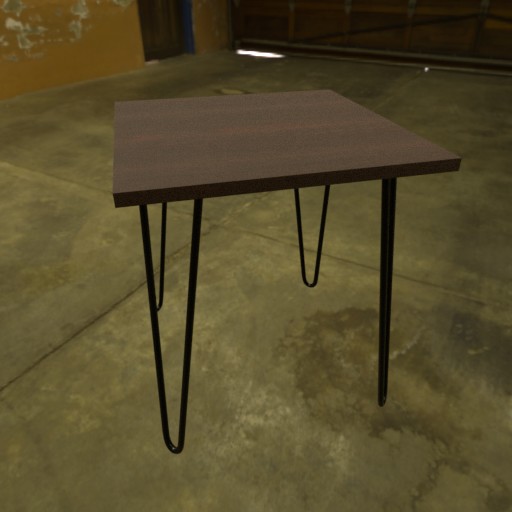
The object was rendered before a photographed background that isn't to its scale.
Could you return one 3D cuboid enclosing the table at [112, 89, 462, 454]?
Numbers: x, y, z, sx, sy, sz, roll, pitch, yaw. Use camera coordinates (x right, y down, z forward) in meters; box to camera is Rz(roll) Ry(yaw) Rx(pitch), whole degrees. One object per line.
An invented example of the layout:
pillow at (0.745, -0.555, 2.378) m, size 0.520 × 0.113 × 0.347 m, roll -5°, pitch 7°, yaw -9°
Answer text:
table at (0.000, 0.000, 0.948) m, size 0.495 × 0.559 × 0.495 m, roll -8°, pitch 33°, yaw -13°
